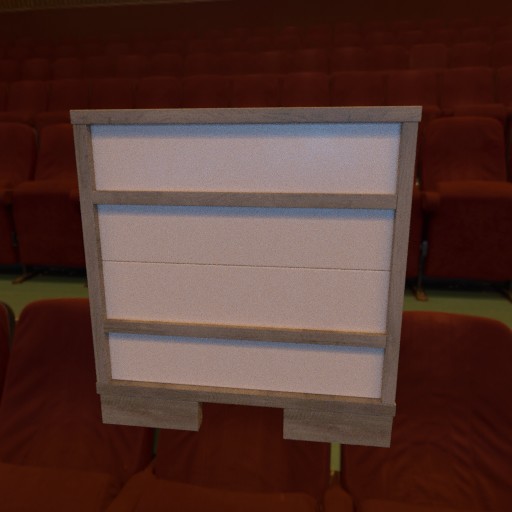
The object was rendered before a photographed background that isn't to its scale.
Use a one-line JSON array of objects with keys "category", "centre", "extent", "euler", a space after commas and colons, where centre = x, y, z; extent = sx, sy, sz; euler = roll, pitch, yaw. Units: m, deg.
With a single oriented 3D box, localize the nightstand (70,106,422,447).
[{"category": "nightstand", "centre": [0.000, 0.000, 0.749], "extent": [0.427, 0.448, 0.347], "euler": [2, 14, 8]}]
